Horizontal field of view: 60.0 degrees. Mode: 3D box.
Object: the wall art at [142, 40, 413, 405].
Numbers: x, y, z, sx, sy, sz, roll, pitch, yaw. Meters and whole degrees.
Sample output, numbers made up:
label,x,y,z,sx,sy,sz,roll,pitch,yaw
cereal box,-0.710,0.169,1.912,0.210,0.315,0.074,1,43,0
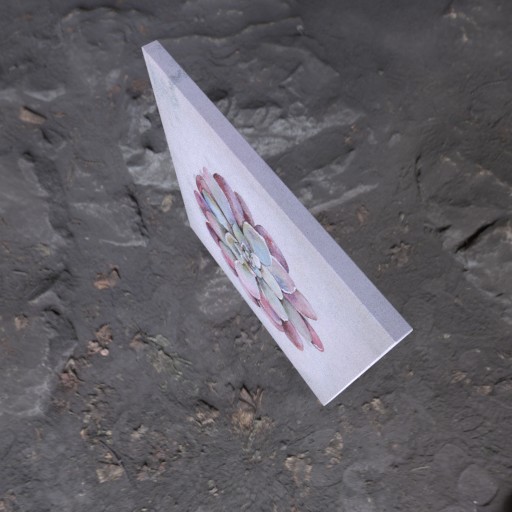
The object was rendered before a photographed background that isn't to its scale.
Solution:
label,x,y,z,sx,sy,sz,roll,pitch,yaw
wall art,0.000,0.000,1.132,0.041,0.762,0.762,-33,69,-14
